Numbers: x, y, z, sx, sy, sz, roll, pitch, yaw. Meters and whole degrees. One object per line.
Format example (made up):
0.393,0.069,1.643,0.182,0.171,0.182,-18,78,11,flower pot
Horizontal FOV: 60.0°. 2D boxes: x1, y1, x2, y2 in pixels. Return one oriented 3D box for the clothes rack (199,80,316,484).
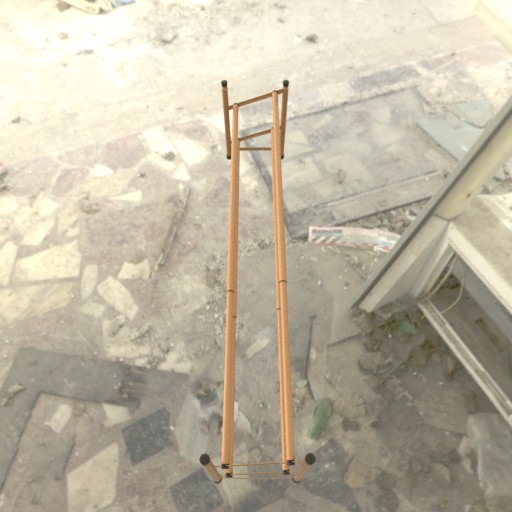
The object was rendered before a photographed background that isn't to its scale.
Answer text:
0.000,0.000,1.307,0.229,0.349,1.168,0,58,0,clothes rack
